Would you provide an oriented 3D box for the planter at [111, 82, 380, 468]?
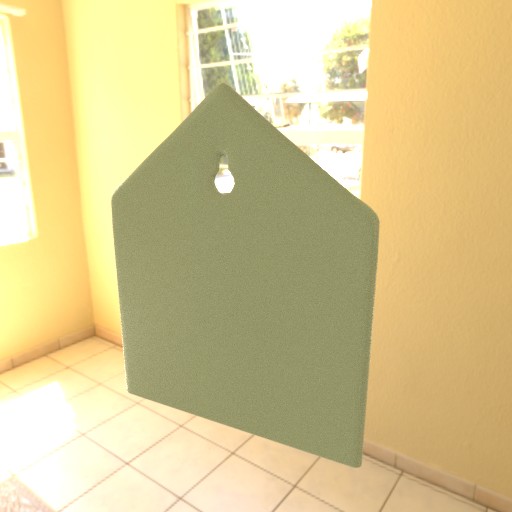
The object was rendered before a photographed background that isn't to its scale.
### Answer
[{"bbox_3d":[0.000,0.000,0.279,0.164,0.197,0.079,8,18,26],"label":"planter"}]
